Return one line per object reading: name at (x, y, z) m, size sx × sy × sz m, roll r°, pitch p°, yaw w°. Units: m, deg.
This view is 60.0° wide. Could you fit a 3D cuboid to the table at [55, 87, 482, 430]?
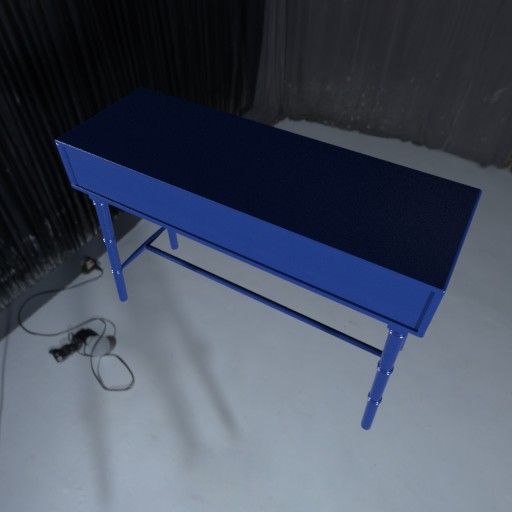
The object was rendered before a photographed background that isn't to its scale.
table at (0.000, 0.000, 1.476) m, size 1.118 × 0.749 × 0.399 m, roll 23°, pitch 51°, yaw 20°
